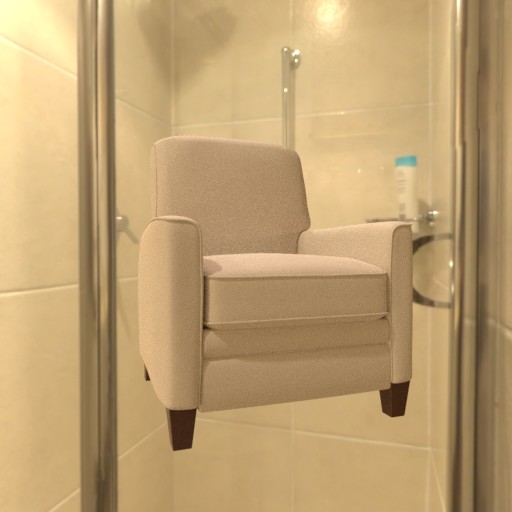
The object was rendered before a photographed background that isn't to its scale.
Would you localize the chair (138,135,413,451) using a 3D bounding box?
[{"bbox_3d":[0.000,0.000,1.654,0.841,1.028,0.858,0,1,-20],"label":"chair"}]
